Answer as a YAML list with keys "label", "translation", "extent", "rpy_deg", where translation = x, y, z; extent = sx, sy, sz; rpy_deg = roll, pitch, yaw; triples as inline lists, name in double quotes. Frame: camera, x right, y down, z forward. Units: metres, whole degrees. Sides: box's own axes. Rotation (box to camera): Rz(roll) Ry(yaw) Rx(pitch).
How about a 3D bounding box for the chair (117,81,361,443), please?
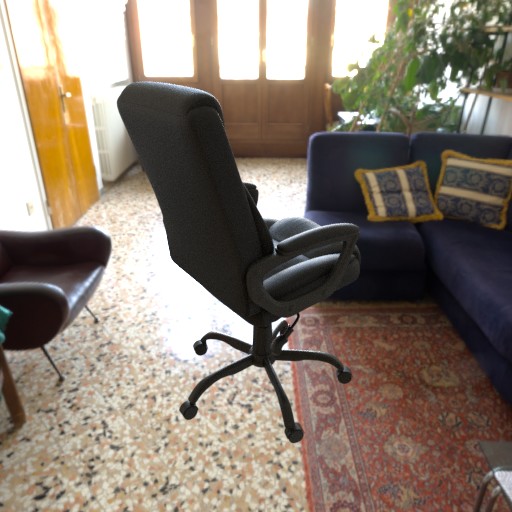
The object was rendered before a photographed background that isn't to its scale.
- label: "chair"
  translation: [0.000, 0.000, 1.446]
  extent: [0.655, 1.072, 0.615]
  rpy_deg: [-17, 30, -31]
